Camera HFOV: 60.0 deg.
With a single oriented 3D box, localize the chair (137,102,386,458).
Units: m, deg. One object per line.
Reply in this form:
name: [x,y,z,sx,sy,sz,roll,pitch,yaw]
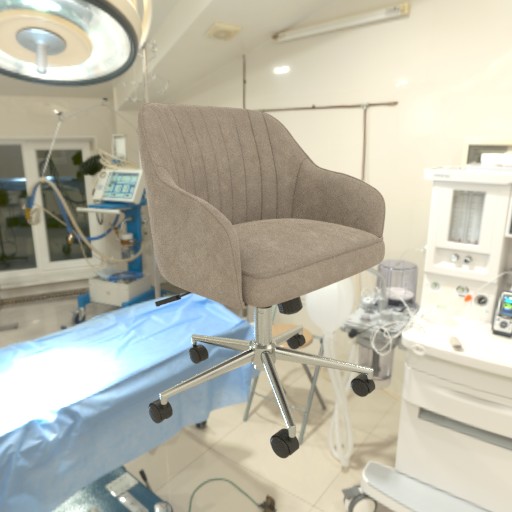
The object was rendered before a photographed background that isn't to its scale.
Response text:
chair: [0.000,0.000,1.247,0.573,0.831,0.635,14,20,42]
